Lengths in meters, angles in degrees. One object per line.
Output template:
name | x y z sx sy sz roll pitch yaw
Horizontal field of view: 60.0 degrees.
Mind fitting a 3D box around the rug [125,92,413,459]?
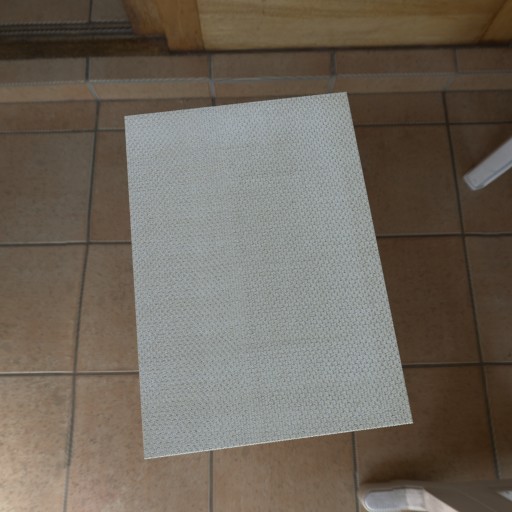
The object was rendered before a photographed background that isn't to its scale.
rug | 0.000 0.000 2.733 1.509 0.013 2.144 -7 76 -2
